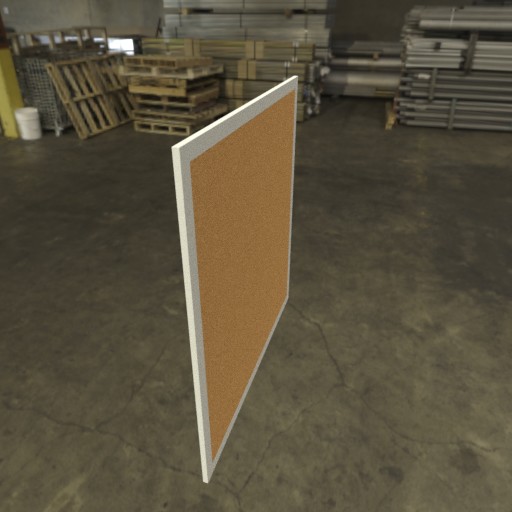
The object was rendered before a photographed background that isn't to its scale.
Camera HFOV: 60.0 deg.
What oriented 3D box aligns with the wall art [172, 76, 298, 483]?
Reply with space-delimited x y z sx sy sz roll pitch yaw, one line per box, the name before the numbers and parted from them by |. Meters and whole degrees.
wall art | 0.000 0.000 1.202 0.013 0.813 0.812 9 31 15
